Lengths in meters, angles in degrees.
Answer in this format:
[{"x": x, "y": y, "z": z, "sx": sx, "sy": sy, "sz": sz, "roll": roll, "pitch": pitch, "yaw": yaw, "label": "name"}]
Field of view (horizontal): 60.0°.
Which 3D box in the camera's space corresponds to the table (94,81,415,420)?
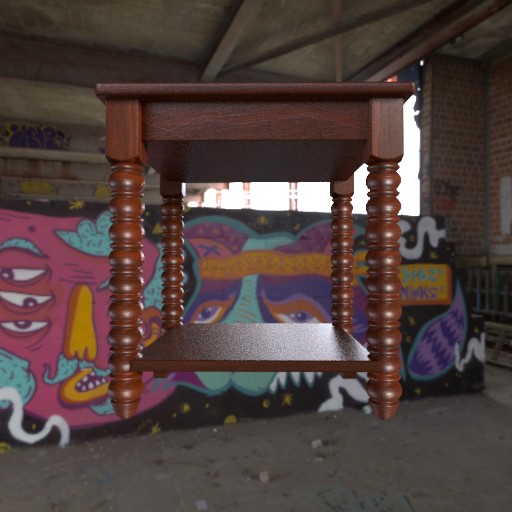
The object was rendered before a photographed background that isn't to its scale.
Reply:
[{"x": 0.000, "y": 0.000, "z": 0.974, "sx": 0.533, "sy": 0.567, "sz": 0.500, "roll": 0, "pitch": -1, "yaw": 1, "label": "table"}]
